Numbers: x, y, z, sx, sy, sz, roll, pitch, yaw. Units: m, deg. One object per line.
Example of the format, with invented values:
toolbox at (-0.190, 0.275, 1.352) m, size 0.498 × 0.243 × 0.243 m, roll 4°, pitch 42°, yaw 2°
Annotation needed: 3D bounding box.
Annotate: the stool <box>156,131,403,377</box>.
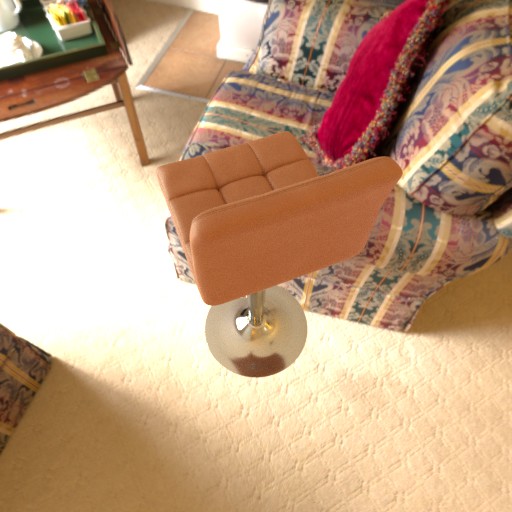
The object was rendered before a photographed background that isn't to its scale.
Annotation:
stool at (0.000, 0.000, 1.365) m, size 0.430 × 1.115 × 0.505 m, roll -19°, pitch 60°, yaw -11°
